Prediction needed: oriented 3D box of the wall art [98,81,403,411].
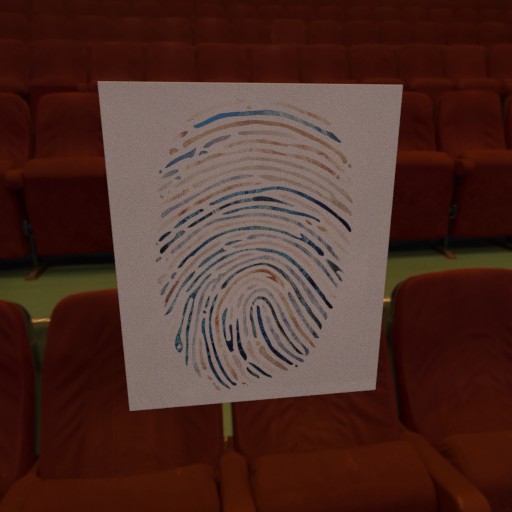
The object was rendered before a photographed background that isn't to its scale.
[{"bbox_3d":[0.000,0.000,0.835,0.508,0.606,0.037,-2,17,-8],"label":"wall art"}]
